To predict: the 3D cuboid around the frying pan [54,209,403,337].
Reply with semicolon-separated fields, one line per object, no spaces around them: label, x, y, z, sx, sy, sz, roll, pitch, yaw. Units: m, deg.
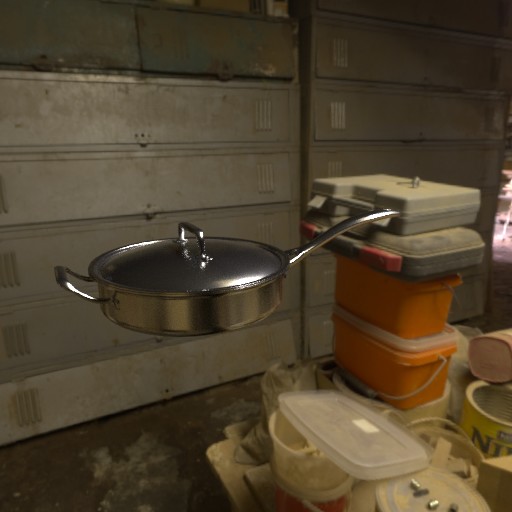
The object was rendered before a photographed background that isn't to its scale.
frying pan;0.000;0.000;0.677;0.561;0.114;0.280;-7;17;-25
